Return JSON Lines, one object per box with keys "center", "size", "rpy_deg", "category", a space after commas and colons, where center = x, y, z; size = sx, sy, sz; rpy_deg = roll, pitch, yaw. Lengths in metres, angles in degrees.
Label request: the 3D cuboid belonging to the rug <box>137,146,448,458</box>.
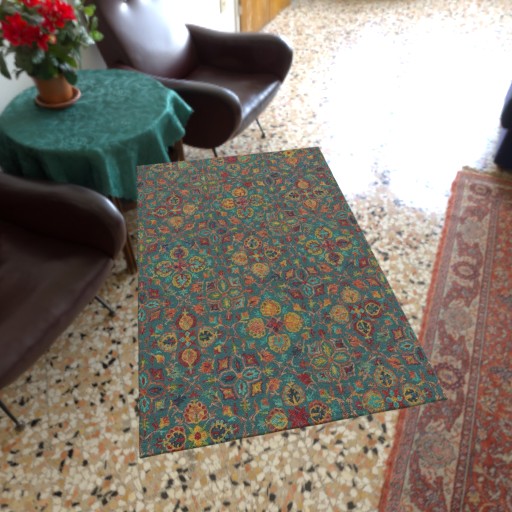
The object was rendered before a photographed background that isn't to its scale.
{"center": [0.000, 0.000, 2.309], "size": [1.216, 0.014, 1.836], "rpy_deg": [-8, 47, -7], "category": "rug"}
